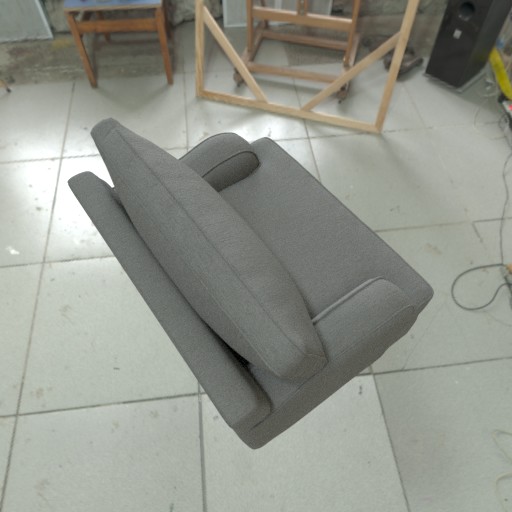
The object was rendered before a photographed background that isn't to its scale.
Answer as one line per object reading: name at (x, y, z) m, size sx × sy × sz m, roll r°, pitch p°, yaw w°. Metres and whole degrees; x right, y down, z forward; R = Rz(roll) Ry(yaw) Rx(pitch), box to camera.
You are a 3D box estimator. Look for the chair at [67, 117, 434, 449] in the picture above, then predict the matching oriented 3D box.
chair at (0.000, 0.000, 1.939) m, size 1.041 × 1.016 × 1.220 m, roll -31°, pitch 62°, yaw -19°
